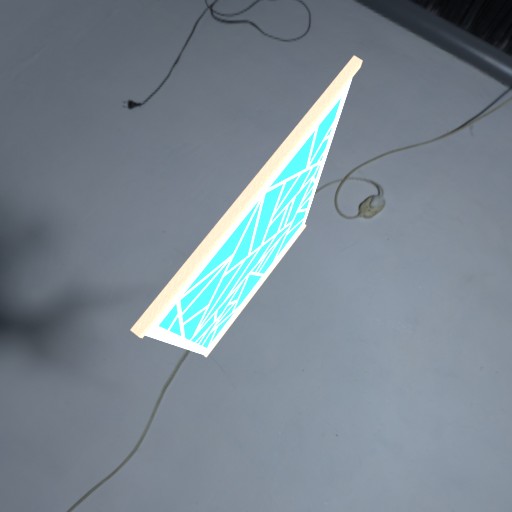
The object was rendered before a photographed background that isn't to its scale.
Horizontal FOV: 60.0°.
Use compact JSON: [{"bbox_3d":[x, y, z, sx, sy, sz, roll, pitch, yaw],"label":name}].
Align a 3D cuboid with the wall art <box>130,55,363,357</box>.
[{"bbox_3d":[0.000,0.000,1.923,0.030,1.519,0.990,36,78,9],"label":"wall art"}]
